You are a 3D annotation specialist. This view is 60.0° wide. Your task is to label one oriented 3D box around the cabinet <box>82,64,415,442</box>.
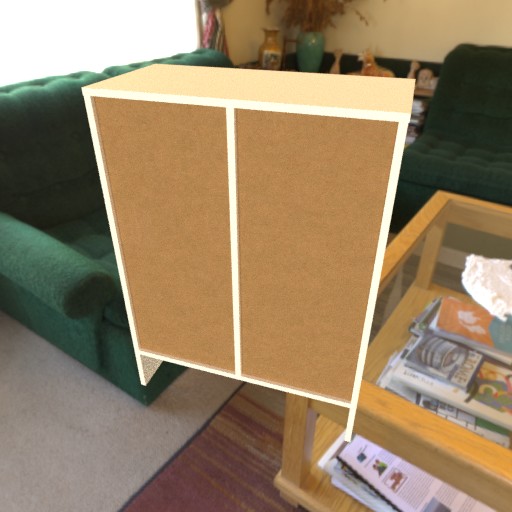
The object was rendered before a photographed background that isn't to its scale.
[{"bbox_3d":[0.000,0.000,1.098,0.600,0.815,0.296,10,34,15],"label":"cabinet"}]
